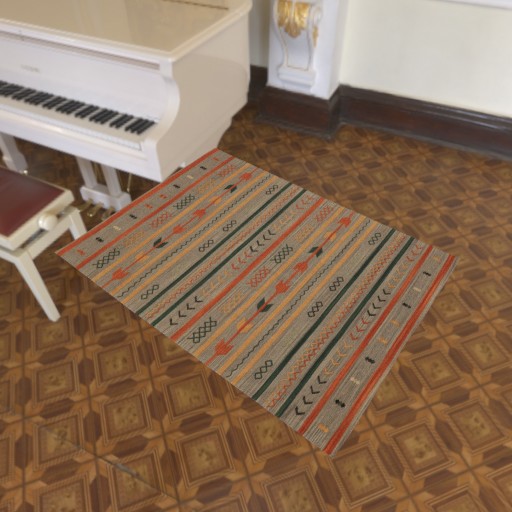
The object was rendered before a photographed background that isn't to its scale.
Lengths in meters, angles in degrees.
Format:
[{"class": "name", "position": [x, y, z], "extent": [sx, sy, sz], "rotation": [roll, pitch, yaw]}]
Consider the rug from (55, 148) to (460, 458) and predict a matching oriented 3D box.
[{"class": "rug", "position": [0.000, 0.000, 4.121], "extent": [3.029, 0.022, 2.263], "rotation": [29, 53, 25]}]
